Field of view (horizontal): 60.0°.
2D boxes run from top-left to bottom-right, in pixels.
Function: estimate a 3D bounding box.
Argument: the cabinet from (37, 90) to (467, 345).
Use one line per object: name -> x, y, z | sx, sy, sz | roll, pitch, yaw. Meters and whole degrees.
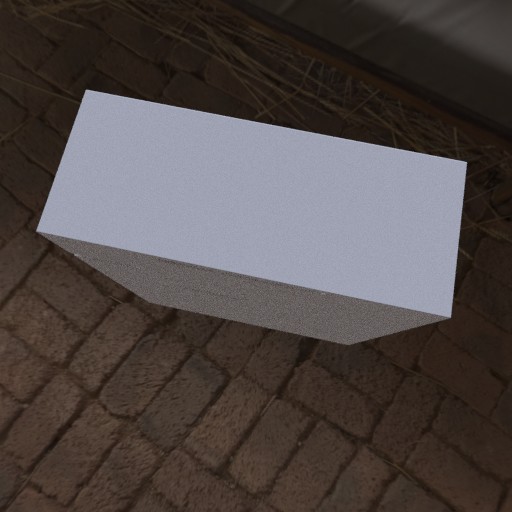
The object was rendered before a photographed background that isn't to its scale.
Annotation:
cabinet -> 0.000, 0.000, 1.669 | 1.000, 1.190, 0.400 | 12, 76, 3
